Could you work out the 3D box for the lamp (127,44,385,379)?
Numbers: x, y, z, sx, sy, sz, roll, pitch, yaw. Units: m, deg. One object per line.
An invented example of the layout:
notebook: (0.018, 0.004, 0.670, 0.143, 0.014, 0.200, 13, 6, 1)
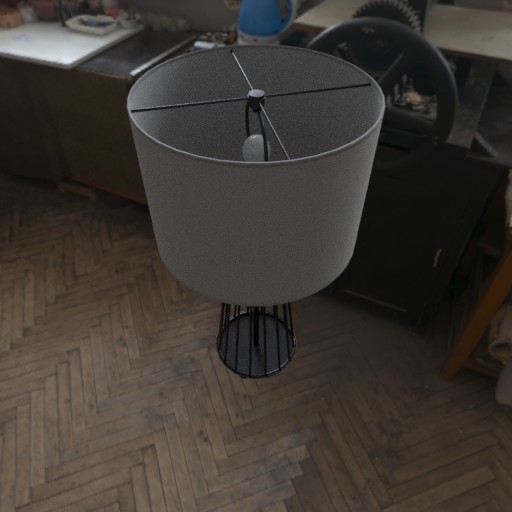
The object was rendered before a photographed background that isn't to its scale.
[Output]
lamp: (0.000, 0.000, 0.773, 0.322, 0.593, 0.322, -10, 46, -10)
